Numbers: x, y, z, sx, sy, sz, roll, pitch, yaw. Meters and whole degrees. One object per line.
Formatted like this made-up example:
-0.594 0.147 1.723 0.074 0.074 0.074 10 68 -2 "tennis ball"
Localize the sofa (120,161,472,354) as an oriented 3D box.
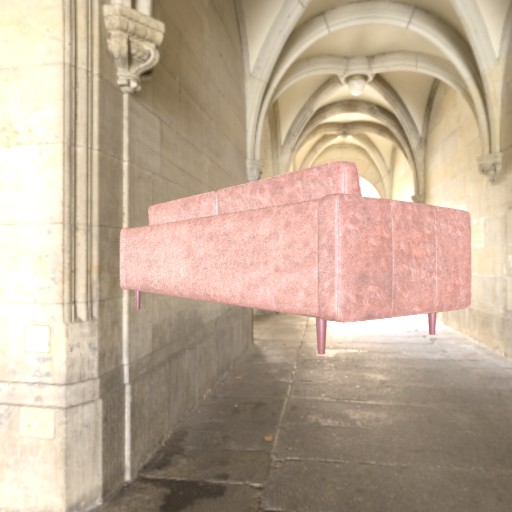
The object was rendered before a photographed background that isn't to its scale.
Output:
0.000 0.000 2.663 0.914 0.762 2.210 0 -1 -36 "sofa"
